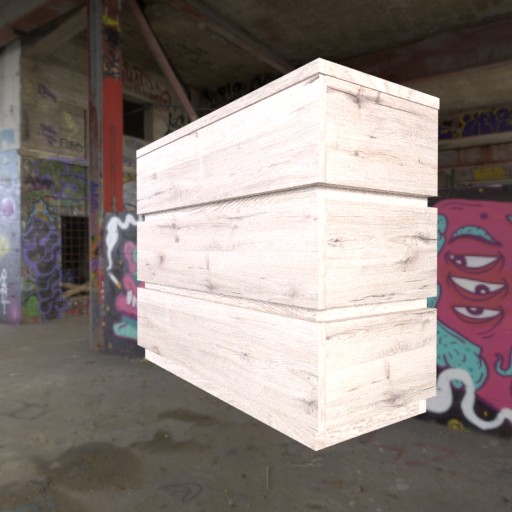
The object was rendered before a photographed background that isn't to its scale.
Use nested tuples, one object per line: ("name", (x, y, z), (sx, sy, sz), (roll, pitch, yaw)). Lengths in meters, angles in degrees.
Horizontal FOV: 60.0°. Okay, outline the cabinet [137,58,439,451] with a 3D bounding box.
("cabinet", (0.000, 0.000, 1.449), (0.420, 0.820, 1.040), (-1, 1, -35))
